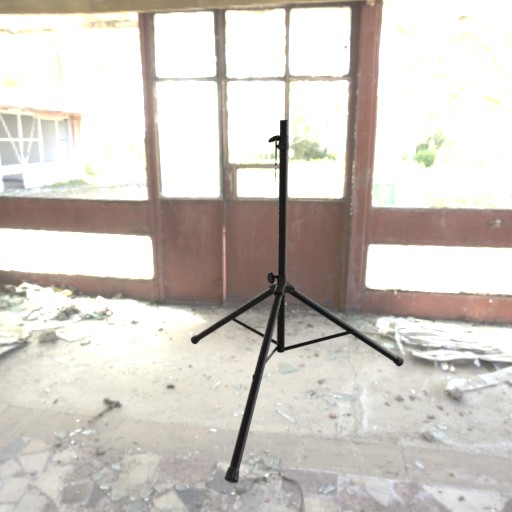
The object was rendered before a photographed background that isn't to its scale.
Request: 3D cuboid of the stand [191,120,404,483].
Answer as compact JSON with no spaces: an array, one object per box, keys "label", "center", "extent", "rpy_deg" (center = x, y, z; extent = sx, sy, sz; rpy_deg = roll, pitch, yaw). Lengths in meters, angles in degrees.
[{"label":"stand","center":[0.000,0.000,2.746],"extent":[1.596,1.595,1.339],"rpy_deg":[-13,19,-43]}]
